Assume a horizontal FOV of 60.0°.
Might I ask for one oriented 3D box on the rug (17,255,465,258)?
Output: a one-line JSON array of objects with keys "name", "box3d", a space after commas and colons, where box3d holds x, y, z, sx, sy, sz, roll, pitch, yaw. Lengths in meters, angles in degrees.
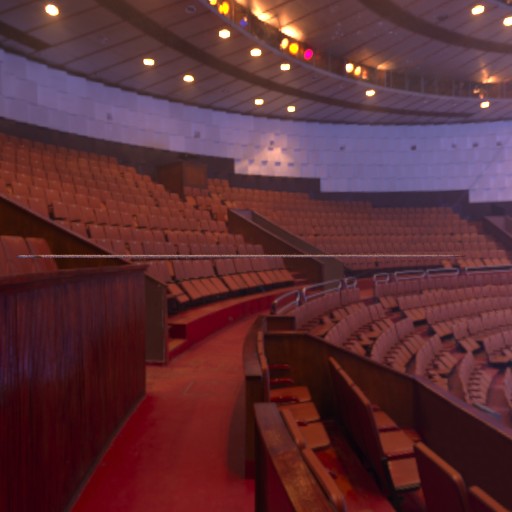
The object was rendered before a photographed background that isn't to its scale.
[{"name": "rug", "box3d": [0.000, 0.000, 2.654, 2.440, 0.013, 0.769, 0, 0, -19]}]
